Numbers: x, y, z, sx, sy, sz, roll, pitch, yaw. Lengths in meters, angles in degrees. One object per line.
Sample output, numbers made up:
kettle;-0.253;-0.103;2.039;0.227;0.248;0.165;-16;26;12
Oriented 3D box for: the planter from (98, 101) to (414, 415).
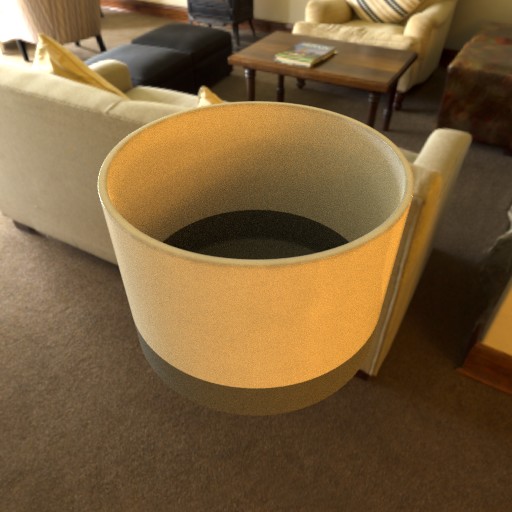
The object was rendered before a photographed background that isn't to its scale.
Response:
planter;0.000;0.000;0.220;0.128;0.105;0.128;0;41;0
